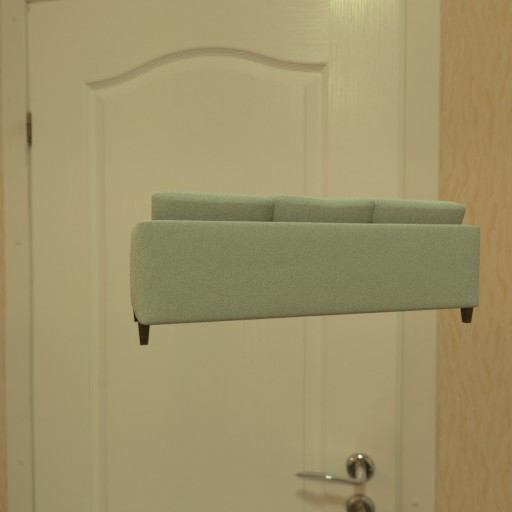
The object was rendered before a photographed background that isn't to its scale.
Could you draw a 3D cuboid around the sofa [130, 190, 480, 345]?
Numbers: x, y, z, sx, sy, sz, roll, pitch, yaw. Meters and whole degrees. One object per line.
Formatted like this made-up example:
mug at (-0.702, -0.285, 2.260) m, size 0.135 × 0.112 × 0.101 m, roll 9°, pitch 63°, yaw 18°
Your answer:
sofa at (0.000, 0.000, 4.486) m, size 2.522 × 0.934 × 3.333 m, roll -1°, pitch 2°, yaw -18°
